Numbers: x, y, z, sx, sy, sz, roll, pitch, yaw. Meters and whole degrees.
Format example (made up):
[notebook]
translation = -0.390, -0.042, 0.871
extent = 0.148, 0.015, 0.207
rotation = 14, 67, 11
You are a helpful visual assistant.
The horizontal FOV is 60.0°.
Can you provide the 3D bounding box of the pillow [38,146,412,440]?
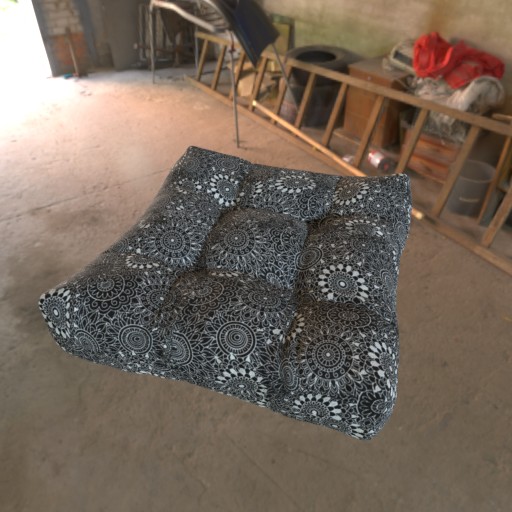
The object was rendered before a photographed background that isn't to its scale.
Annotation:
[pillow]
translation = 0.000, 0.000, 0.717
extent = 0.468, 0.128, 0.490
rotation = 11, 41, 13
